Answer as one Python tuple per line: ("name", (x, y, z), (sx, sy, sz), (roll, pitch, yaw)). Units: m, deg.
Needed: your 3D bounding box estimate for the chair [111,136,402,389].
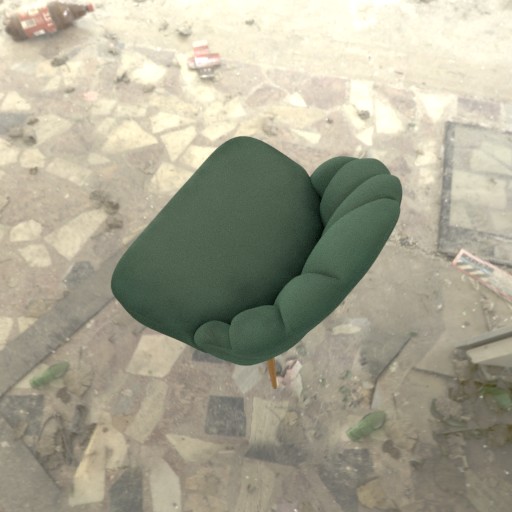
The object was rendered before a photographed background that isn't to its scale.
("chair", (0.000, 0.000, 1.268), (0.599, 0.819, 0.657), (30, 67, 14))
